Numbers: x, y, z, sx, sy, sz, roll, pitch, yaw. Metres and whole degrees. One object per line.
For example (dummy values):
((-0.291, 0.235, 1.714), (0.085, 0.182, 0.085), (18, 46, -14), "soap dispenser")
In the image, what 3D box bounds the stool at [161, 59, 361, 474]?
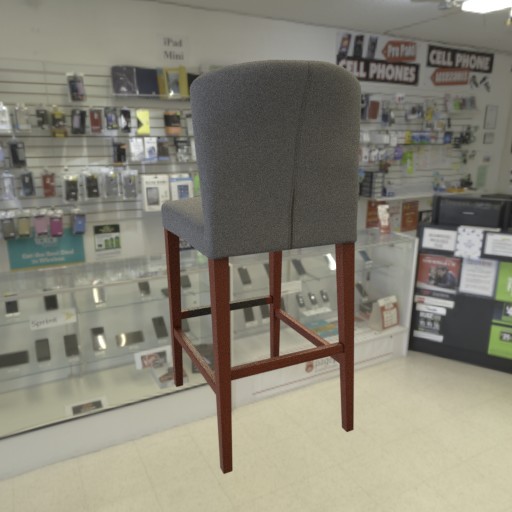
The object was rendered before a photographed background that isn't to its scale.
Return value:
((0.000, 0.000, 1.395), (0.481, 1.069, 0.568), (-7, 17, -25), "stool")
